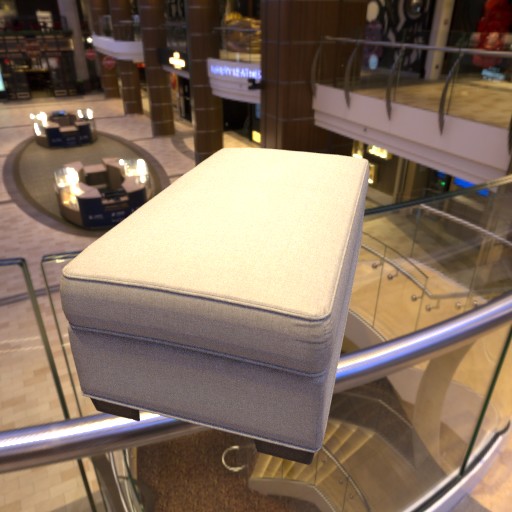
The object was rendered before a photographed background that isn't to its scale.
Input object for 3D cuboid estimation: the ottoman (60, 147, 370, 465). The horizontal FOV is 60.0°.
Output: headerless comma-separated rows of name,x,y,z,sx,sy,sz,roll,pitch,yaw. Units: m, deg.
ottoman,0.000,0.000,1.425,0.617,0.461,1.097,8,30,14
